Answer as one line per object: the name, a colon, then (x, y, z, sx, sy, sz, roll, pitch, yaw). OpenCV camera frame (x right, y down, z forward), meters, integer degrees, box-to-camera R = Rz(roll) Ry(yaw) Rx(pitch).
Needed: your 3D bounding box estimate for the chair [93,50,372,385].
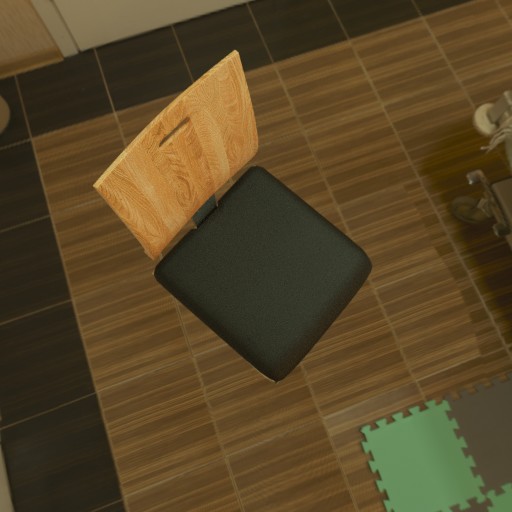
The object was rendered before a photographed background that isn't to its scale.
chair: (0.000, 0.000, 1.229, 0.560, 0.936, 0.462, 40, 78, 10)
